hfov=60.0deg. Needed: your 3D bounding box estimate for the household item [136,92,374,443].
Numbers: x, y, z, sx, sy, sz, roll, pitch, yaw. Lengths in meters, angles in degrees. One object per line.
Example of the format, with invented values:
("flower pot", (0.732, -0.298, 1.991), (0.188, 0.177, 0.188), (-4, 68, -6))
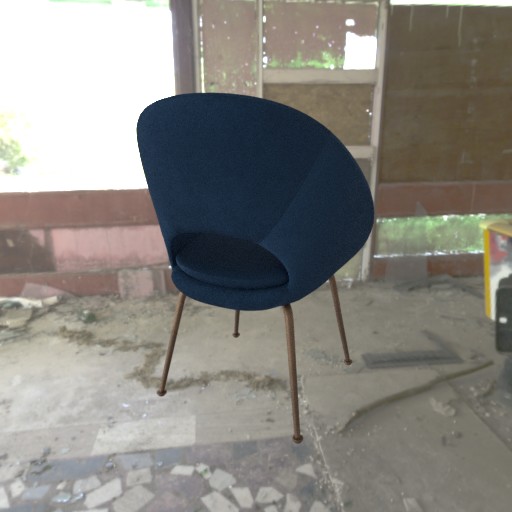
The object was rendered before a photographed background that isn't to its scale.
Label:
("household item", (0.000, 0.000, 1.280), (0.623, 0.852, 0.573), (8, 18, 27))
